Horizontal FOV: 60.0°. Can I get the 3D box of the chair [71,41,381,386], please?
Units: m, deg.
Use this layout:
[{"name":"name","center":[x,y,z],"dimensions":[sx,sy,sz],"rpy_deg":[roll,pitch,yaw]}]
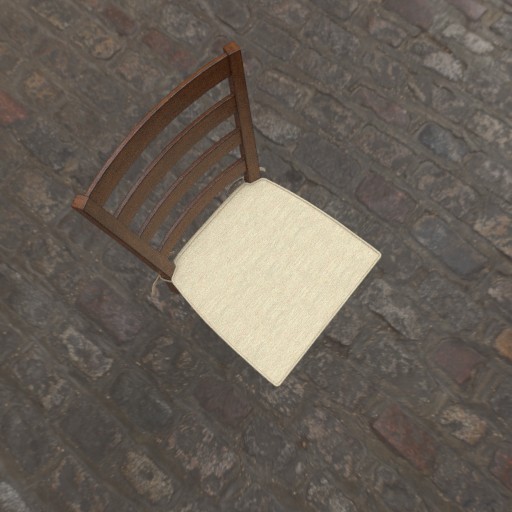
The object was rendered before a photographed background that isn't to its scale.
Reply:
[{"name":"chair","center":[0.000,0.000,1.357],"dimensions":[0.595,0.979,0.593],"rpy_deg":[39,79,9]}]
